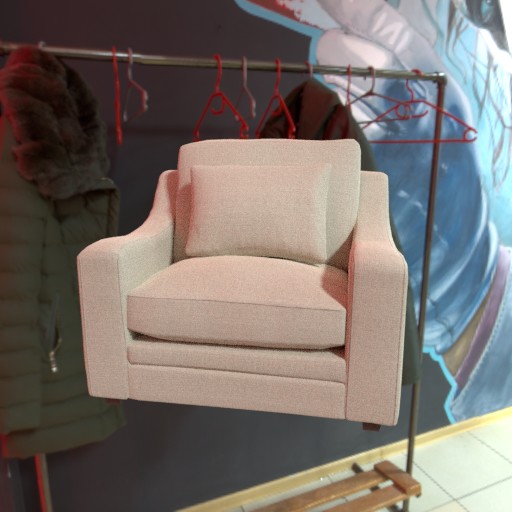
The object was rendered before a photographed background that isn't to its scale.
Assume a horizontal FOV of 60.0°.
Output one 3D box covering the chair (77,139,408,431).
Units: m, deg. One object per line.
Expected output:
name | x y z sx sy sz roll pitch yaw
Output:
chair | 0.000 0.000 1.968 1.178 1.016 1.009 2 14 9
